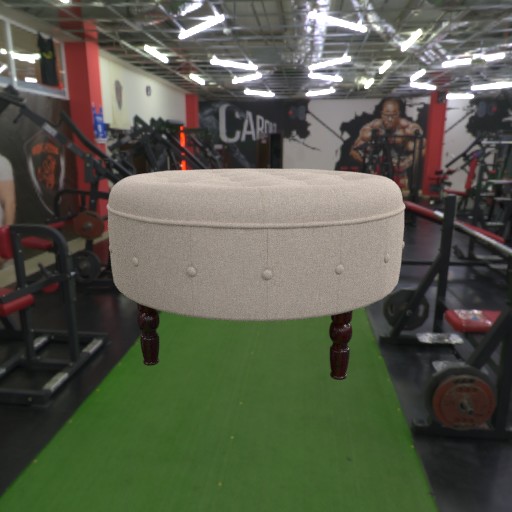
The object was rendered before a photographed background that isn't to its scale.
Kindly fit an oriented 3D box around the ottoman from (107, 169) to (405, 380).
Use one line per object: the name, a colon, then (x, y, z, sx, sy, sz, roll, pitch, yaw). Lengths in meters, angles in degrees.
ottoman: (0.000, 0.000, 1.364, 0.848, 0.494, 0.848, 0, 14, 0)
